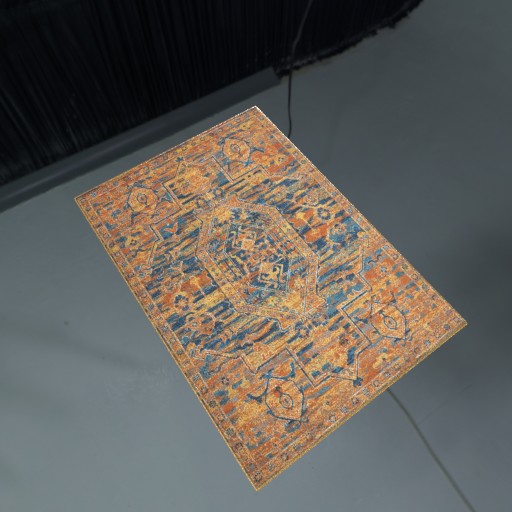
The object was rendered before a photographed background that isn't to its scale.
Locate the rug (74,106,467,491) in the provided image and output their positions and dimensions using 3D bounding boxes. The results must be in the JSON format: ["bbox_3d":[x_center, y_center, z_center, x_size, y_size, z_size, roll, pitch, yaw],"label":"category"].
[{"bbox_3d":[0.000,0.000,3.786,2.043,0.019,2.916,-32,66,-16],"label":"rug"}]
